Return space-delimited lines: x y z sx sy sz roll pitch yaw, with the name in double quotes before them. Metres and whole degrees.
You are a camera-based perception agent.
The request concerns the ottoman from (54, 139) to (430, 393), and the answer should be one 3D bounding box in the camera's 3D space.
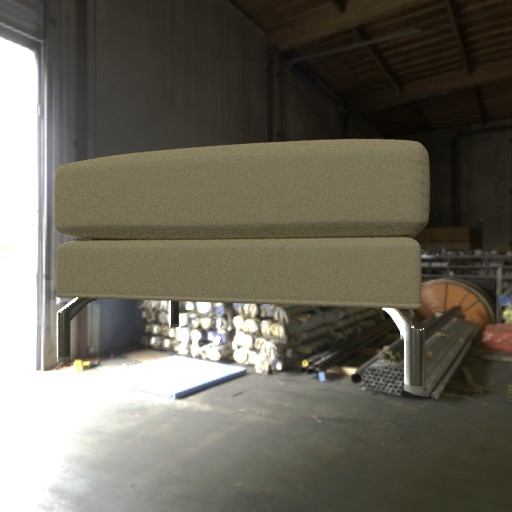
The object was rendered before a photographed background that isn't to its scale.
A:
"ottoman" 0.000 0.000 1.183 0.835 0.497 0.581 0 0 18
